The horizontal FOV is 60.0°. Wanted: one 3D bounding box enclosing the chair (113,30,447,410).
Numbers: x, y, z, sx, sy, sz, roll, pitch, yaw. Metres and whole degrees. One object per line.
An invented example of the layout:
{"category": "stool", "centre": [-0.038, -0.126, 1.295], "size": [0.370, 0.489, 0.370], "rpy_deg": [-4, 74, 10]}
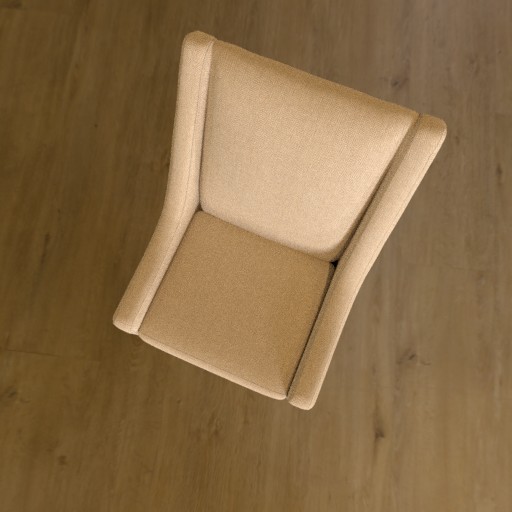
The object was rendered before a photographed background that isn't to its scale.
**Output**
{"category": "chair", "centre": [0.000, 0.000, 1.581], "size": [0.774, 1.014, 0.870], "rpy_deg": [22, 78, 5]}
